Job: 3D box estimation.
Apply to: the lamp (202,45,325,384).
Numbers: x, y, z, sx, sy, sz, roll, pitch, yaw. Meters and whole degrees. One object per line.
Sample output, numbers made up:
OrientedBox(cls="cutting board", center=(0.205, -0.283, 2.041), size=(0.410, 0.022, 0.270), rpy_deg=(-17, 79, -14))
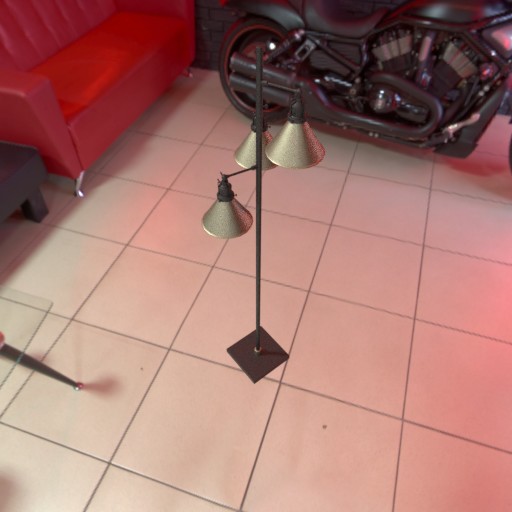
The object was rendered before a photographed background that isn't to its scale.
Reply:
OrientedBox(cls="lamp", center=(0.000, 0.000, 1.882), size=(0.415, 1.716, 0.428), rpy_deg=(-31, 54, -25))
